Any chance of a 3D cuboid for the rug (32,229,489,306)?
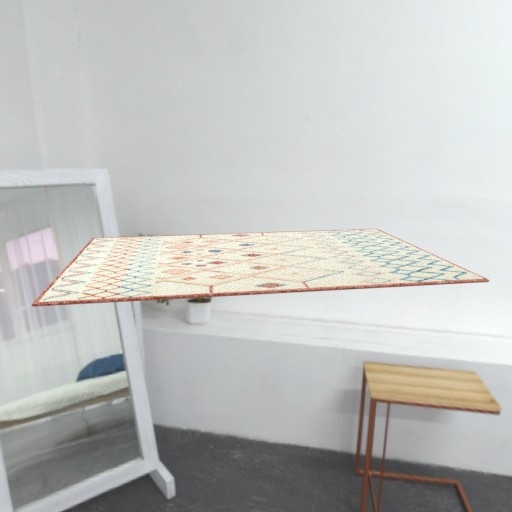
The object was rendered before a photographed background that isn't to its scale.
[{"bbox_3d":[0.000,0.000,3.048,2.438,0.015,1.524,-2,15,-9],"label":"rug"}]
